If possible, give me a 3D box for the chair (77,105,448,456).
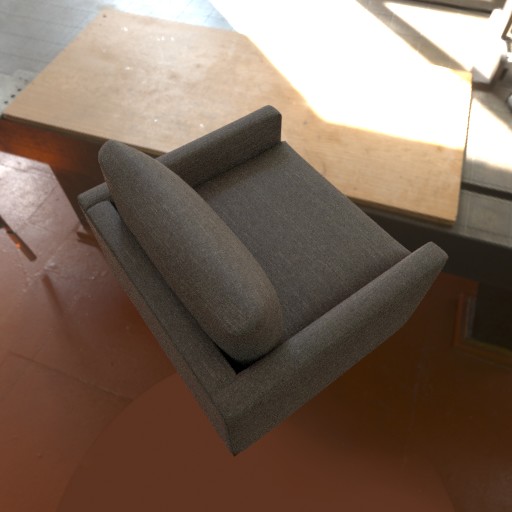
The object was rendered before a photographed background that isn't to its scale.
[{"bbox_3d":[0.000,0.000,1.574,0.845,0.841,0.940,-31,61,-19],"label":"chair"}]
